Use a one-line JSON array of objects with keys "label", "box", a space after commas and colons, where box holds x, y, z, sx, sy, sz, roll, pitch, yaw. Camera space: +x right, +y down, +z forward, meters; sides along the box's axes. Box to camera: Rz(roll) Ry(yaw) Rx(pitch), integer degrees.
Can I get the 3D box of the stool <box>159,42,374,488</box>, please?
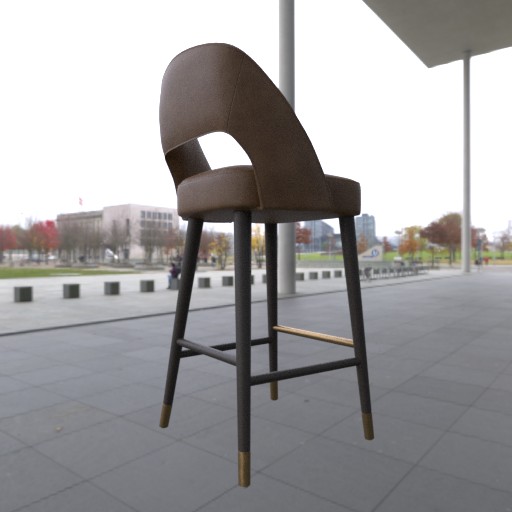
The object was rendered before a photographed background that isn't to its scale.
[{"label": "stool", "box": [0.000, 0.000, 1.283, 0.509, 1.037, 0.494, 0, 0, -37]}]
